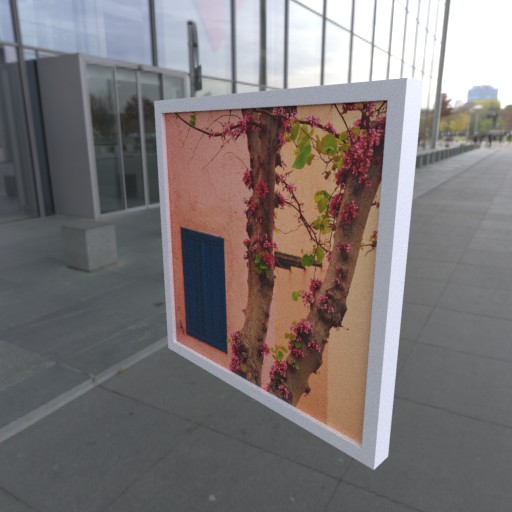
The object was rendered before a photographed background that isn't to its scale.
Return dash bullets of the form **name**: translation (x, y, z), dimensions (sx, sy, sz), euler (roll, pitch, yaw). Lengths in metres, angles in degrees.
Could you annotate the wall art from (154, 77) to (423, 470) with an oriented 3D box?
- **wall art**: translation (0.000, 0.000, 0.735), dimensions (0.038, 0.508, 0.507), euler (-15, 21, -42)
